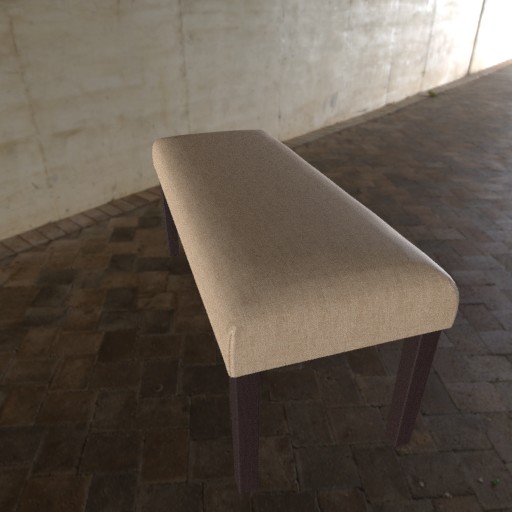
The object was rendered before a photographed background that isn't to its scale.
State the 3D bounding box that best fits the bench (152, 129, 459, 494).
[{"bbox_3d":[0.000,0.000,1.187,0.407,0.456,1.013,-9,31,-15],"label":"bench"}]
